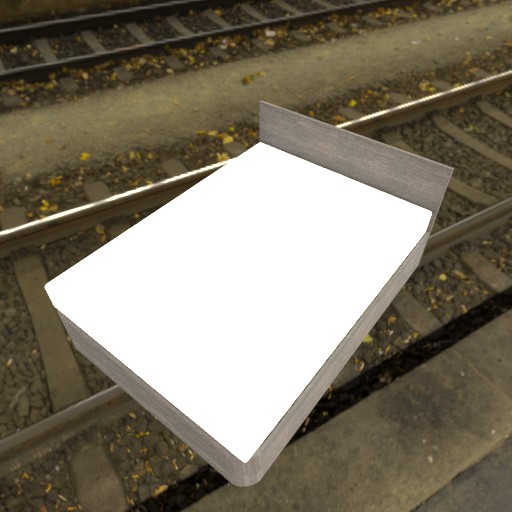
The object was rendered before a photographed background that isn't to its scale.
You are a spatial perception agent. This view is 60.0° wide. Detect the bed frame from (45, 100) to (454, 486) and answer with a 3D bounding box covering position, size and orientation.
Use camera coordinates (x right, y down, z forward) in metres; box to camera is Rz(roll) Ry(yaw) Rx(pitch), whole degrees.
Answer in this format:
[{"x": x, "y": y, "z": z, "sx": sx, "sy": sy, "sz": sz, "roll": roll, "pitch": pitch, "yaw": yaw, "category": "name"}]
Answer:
[{"x": 0.000, "y": 0.000, "z": 2.602, "sx": 1.400, "sy": 0.800, "sz": 1.900, "roll": 29, "pitch": 51, "yaw": 26, "category": "bed frame"}]
